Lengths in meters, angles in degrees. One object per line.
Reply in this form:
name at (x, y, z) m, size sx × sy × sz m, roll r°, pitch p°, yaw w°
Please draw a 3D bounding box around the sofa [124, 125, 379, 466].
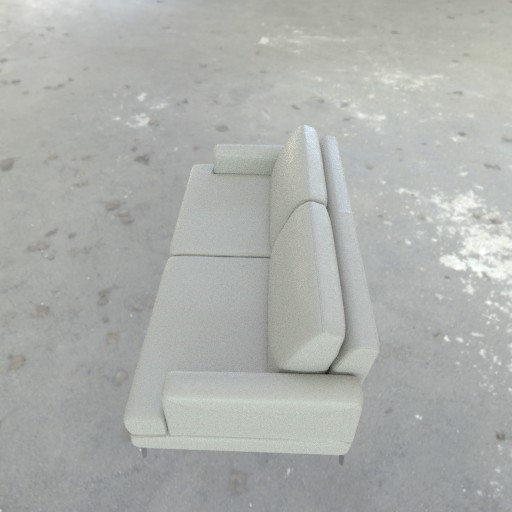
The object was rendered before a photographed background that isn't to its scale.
sofa at (0.000, 0.000, 2.400) m, size 0.974 × 0.765 × 1.940 m, roll 1°, pitch 42°, yaw 2°
